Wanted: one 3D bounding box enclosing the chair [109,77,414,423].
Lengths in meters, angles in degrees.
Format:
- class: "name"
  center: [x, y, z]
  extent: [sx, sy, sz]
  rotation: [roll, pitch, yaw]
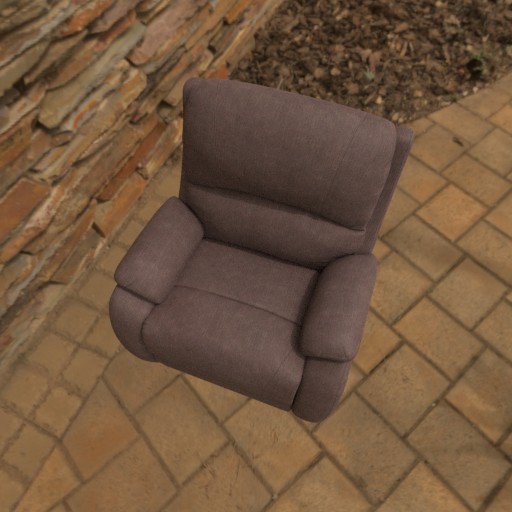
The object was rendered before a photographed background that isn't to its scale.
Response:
- class: "chair"
  center: [0.000, 0.000, 1.738]
  extent: [0.930, 1.011, 0.899]
  rotation: [17, 60, 11]
